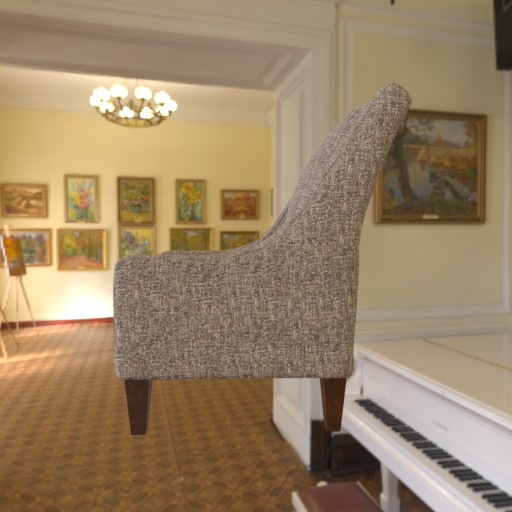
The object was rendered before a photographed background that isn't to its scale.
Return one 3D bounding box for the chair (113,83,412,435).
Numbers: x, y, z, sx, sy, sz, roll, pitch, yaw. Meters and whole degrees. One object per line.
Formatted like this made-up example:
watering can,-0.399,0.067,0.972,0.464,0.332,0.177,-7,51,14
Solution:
chair,0.000,0.000,1.630,0.870,1.014,0.774,0,2,-2
